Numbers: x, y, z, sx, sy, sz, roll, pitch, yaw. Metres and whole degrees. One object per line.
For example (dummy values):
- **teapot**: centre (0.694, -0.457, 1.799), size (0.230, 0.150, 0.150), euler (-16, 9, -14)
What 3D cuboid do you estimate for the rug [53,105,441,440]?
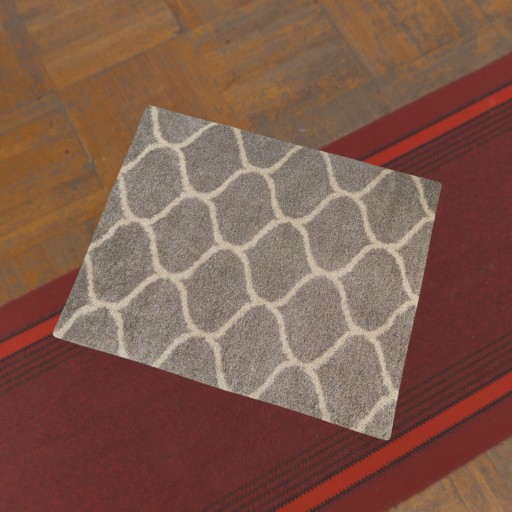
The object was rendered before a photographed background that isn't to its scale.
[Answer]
- **rug**: centre (0.000, 0.000, 4.051), size (3.000, 0.026, 2.399), euler (16, 76, 4)
